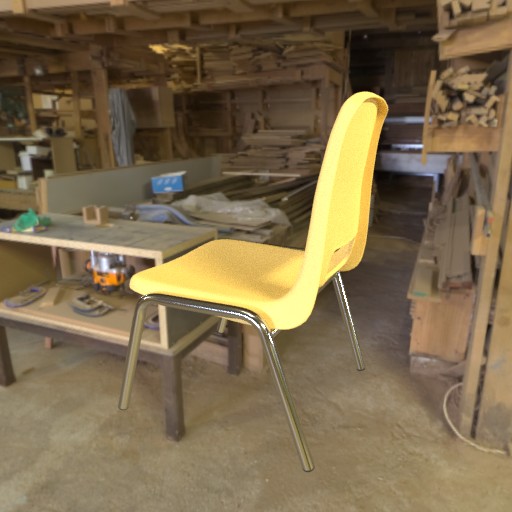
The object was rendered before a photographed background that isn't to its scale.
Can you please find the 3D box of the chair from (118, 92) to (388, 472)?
[{"bbox_3d":[0.000,0.000,0.787,0.385,0.536,0.354,8,19,26],"label":"chair"}]
